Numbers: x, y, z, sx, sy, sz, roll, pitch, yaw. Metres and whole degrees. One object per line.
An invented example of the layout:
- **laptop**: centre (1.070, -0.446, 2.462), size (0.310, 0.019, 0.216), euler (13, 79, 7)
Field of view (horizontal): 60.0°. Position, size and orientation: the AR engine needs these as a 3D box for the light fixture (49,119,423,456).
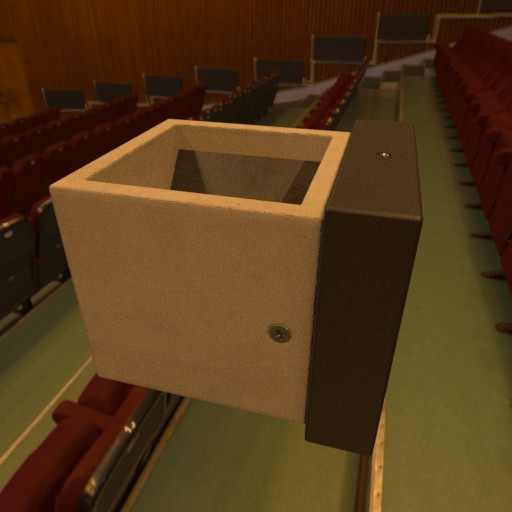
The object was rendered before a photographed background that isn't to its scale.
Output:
- **light fixture**: centre (0.000, 0.000, 0.235), size (0.143, 0.121, 0.121), euler (8, 32, 13)
